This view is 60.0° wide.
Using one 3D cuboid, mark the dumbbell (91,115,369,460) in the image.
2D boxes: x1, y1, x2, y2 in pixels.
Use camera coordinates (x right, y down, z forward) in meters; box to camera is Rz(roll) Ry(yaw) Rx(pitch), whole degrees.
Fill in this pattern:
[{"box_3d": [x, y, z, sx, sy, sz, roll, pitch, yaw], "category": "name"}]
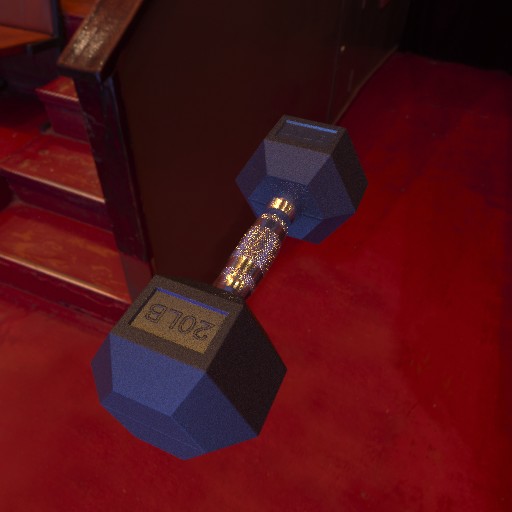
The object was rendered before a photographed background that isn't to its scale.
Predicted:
[{"box_3d": [0.000, 0.000, 0.317, 0.106, 0.092, 0.272, 17, 48, 16], "category": "dumbbell"}]
